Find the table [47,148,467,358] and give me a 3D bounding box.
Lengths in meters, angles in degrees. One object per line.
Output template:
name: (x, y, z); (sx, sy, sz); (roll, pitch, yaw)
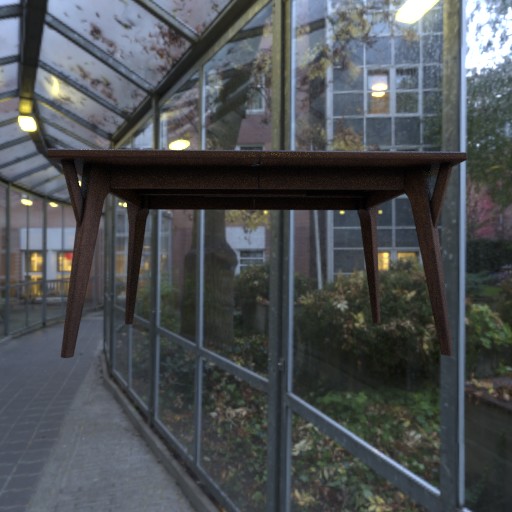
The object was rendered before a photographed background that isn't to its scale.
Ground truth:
table: (0.000, 0.000, 2.097); (1.524, 0.761, 0.990); (0, -1, -2)
